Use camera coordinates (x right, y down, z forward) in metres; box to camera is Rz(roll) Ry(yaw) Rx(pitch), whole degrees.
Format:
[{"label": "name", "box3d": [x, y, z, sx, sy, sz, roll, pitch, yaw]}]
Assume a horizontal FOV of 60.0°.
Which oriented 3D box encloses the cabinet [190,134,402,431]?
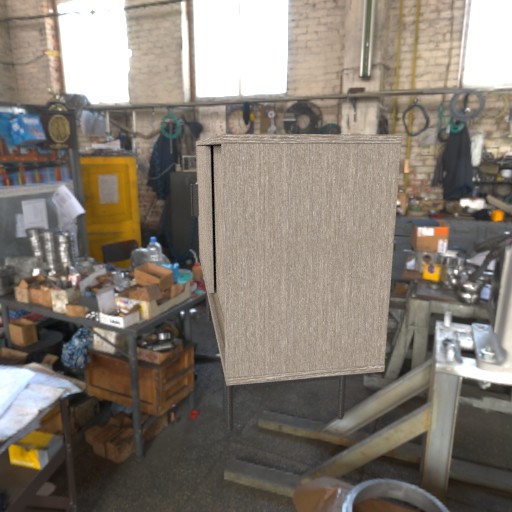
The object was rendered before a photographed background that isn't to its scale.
[{"label": "cabinet", "box3d": [0.000, 0.000, 1.545, 0.405, 0.787, 1.194, -2, 14, -10]}]
